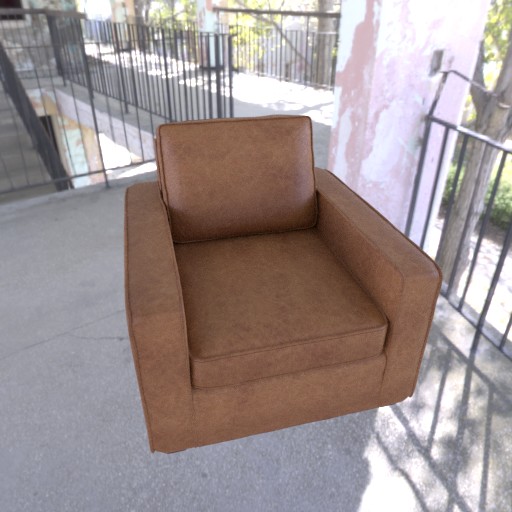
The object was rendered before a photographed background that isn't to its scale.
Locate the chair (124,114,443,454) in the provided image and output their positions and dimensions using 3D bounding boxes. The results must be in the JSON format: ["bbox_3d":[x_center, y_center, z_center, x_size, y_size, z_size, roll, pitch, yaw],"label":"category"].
[{"bbox_3d":[0.000,0.000,1.707,0.987,0.901,1.027,-9,32,-15],"label":"chair"}]
